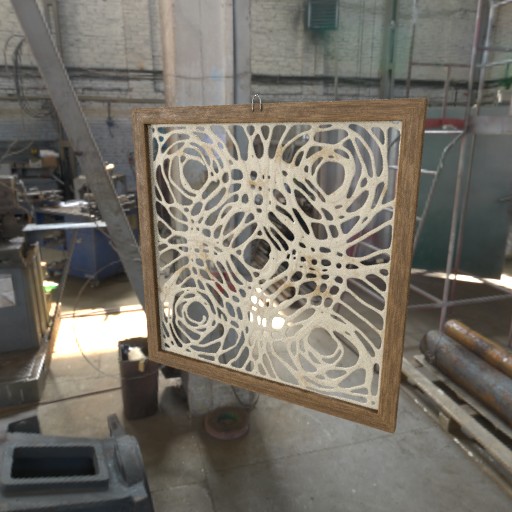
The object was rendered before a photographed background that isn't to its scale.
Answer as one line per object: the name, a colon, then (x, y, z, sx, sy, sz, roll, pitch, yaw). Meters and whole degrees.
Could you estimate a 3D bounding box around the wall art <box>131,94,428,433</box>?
wall art: (0.000, 0.000, 0.840, 0.561, 0.576, 0.021, 8, 17, 27)
